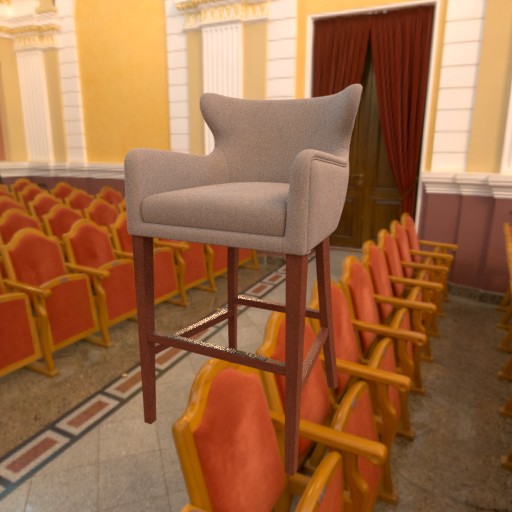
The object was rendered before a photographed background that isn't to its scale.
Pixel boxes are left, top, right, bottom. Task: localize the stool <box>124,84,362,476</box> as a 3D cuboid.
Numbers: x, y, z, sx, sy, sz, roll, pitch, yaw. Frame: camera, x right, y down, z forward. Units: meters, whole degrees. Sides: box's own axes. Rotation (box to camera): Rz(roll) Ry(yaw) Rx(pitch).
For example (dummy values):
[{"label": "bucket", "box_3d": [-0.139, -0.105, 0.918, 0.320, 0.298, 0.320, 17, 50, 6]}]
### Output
[{"label": "stool", "box_3d": [0.000, 0.000, 1.435, 0.575, 1.047, 0.575, 7, 16, 26]}]
